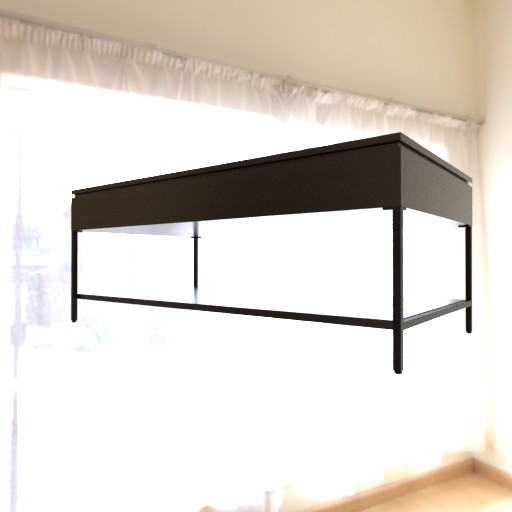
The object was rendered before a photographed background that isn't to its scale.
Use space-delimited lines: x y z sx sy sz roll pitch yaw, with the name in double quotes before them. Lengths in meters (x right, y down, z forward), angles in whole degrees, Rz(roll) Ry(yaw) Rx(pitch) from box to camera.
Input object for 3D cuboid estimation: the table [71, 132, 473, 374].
"table" 0.000 0.000 1.351 1.095 0.435 0.574 0 -1 38
